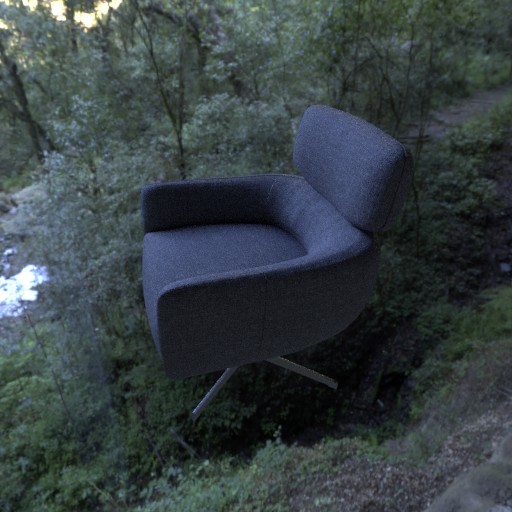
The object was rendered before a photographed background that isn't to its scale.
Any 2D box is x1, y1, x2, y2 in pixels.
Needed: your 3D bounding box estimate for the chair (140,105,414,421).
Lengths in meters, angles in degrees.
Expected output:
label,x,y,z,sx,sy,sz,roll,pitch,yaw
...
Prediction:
label,x,y,z,sx,sy,sz,roll,pitch,yaw
chair,0.000,0.000,1.400,0.715,0.812,0.706,-8,32,-14
